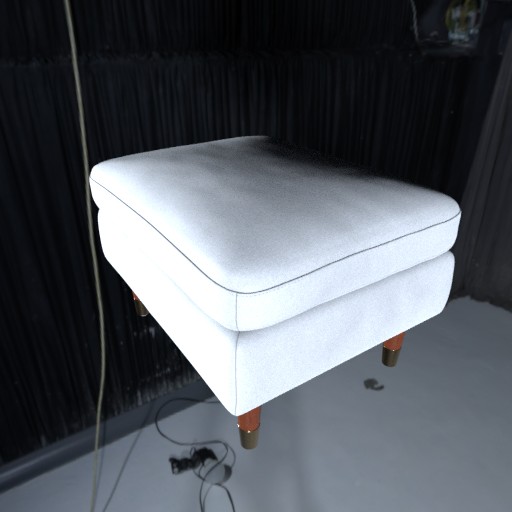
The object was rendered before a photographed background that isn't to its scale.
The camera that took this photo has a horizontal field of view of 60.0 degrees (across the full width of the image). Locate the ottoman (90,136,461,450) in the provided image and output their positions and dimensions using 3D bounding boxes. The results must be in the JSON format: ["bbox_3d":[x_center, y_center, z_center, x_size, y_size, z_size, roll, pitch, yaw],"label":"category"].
[{"bbox_3d":[0.000,0.000,1.088,0.593,0.478,0.747,-18,32,-30],"label":"ottoman"}]
